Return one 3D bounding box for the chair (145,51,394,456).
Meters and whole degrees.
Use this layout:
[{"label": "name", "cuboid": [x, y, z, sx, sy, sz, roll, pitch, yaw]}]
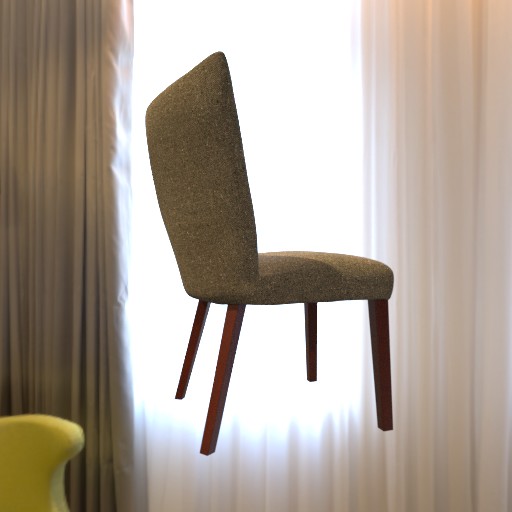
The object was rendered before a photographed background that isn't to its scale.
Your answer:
[{"label": "chair", "cuboid": [0.000, 0.000, 1.291, 0.623, 0.924, 0.535, -1, 2, -19]}]
